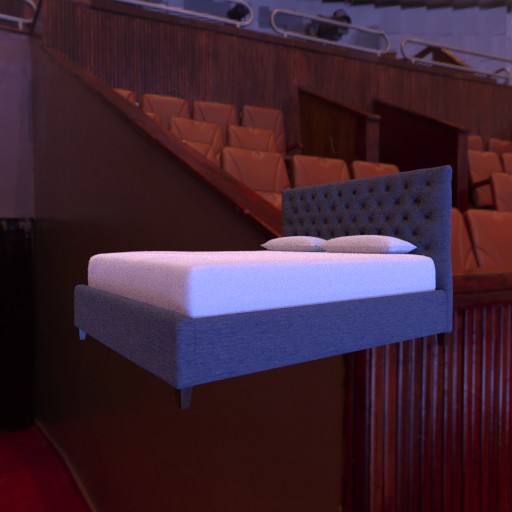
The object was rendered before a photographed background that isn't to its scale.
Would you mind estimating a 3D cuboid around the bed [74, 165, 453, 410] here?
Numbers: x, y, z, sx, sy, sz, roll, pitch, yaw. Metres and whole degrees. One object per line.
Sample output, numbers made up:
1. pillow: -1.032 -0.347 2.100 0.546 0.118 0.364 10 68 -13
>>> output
1. bed: 0.000 0.000 3.646 2.387 1.427 2.078 -1 2 -36
